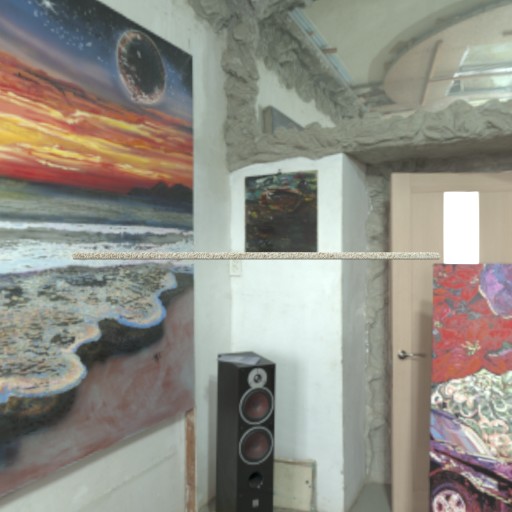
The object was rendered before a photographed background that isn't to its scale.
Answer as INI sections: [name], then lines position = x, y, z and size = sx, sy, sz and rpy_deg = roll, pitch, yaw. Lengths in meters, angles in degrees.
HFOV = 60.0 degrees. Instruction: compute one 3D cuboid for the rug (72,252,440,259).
[rug]
position = 0.000, 0.000, 3.035
size = 1.524, 0.030, 2.438
rpy_deg = 0, 0, 0
